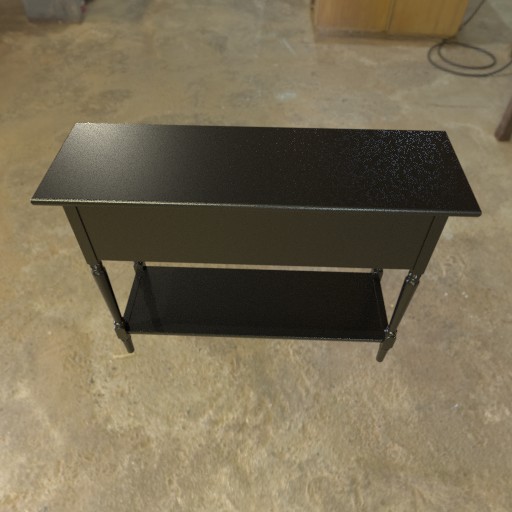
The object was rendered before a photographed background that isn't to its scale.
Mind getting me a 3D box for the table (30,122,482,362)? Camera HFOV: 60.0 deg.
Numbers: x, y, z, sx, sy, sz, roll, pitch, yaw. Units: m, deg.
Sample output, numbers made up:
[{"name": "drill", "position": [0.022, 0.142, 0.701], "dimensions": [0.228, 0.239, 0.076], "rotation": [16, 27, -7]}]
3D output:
[{"name": "table", "position": [0.000, 0.000, 1.592], "dimensions": [1.191, 0.819, 0.386], "rotation": [2, 48, 2]}]
